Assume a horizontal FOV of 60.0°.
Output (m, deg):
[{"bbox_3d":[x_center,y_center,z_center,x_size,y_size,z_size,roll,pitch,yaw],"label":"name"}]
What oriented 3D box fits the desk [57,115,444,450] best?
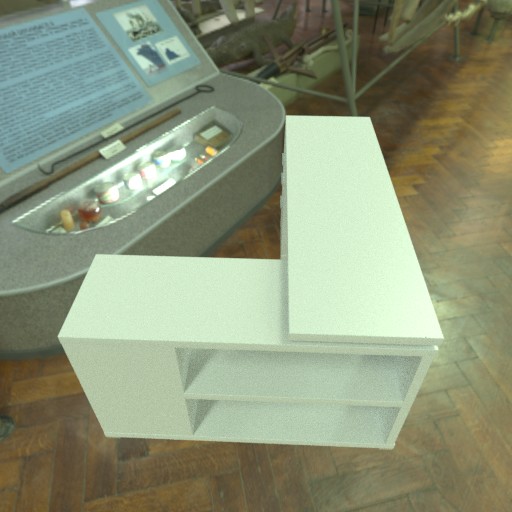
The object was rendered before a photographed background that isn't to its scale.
[{"bbox_3d":[0.000,0.000,2.168,1.200,0.753,1.524,2,42,2],"label":"desk"}]
